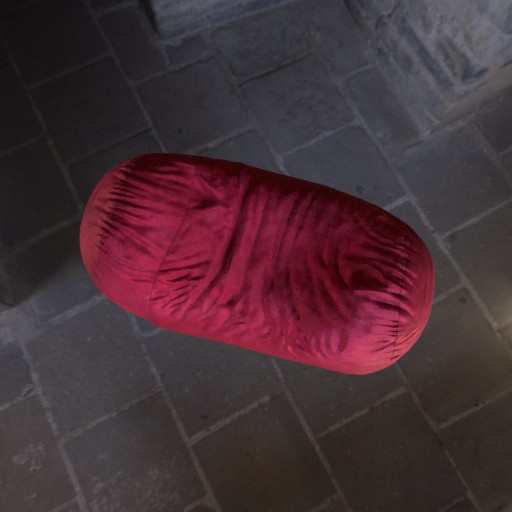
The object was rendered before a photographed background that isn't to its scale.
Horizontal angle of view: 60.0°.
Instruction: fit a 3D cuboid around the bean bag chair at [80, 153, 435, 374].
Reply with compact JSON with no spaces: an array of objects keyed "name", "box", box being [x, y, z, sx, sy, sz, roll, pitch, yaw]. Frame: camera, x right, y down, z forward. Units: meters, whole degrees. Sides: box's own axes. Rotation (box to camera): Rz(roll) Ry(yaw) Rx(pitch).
[{"name":"bean bag chair","box":[0.000,0.000,2.899,2.293,0.867,1.216,15,77,4]}]
